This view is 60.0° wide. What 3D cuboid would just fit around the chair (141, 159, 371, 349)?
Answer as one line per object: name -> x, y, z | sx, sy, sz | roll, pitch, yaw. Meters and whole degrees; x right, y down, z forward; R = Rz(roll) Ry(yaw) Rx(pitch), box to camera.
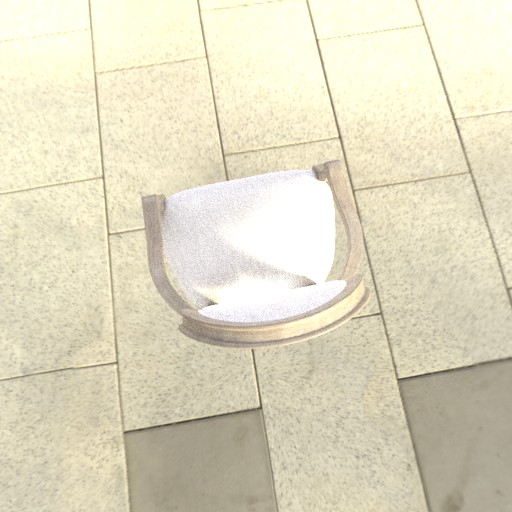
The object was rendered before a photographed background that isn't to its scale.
chair -> 0.000, 0.000, 1.358 | 0.611, 0.991, 0.602 | -11, 76, -3
